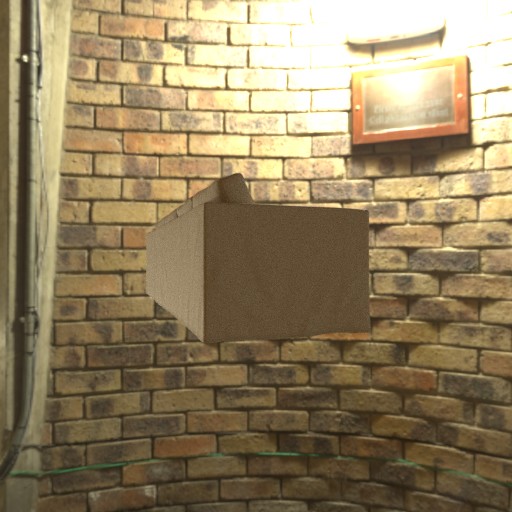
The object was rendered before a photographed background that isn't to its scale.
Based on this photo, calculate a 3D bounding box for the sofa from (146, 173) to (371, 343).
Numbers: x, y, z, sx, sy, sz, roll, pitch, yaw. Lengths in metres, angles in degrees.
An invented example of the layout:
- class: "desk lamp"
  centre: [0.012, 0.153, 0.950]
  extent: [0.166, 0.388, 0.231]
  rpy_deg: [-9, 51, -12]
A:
- class: "sofa"
  centre: [0.000, 0.000, 3.889]
  extent: [1.622, 0.871, 3.206]
  rpy_deg: [0, 0, -19]
